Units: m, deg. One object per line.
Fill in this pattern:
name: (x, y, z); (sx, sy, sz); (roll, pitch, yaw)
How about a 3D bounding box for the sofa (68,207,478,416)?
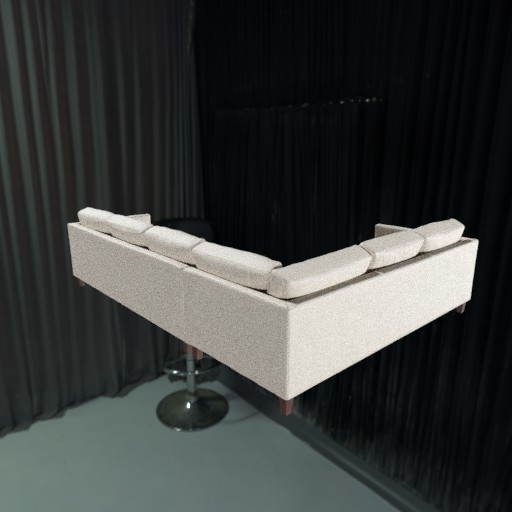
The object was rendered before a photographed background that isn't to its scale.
sofa: (0.000, 0.000, 4.311); (2.432, 0.863, 3.182); (-13, 20, -40)
